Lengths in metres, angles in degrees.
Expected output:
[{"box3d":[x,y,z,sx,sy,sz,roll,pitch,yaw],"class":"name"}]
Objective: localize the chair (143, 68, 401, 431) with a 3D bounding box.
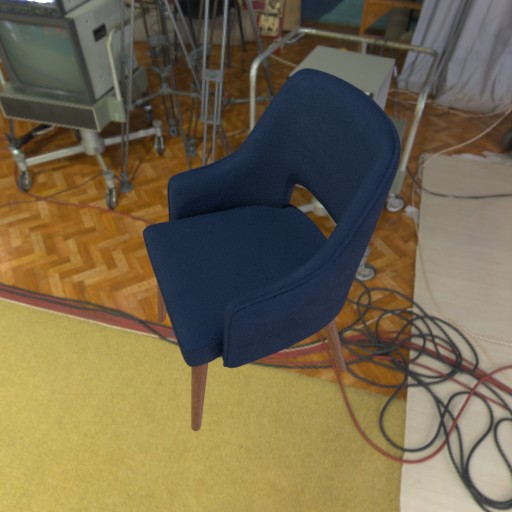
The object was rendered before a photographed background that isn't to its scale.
[{"box3d":[0.000,0.000,1.240,0.591,0.844,0.559,-16,48,-15],"class":"chair"}]
